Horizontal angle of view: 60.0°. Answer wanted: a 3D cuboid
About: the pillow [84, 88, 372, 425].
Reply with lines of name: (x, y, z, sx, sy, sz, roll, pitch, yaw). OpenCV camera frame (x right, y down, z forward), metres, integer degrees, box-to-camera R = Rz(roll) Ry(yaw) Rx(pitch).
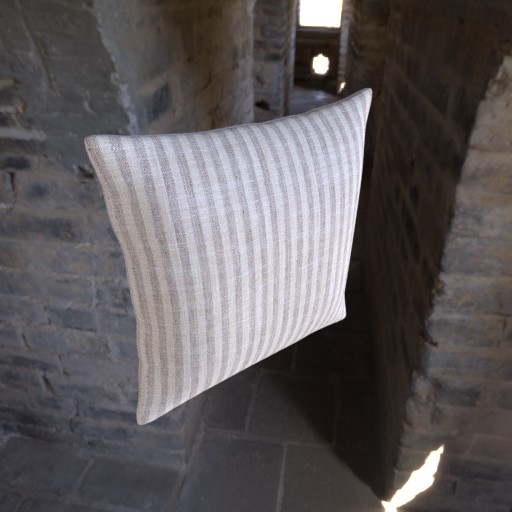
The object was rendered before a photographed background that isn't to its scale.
pillow: (0.000, 0.000, 0.787, 0.523, 0.510, 0.166, -21, 37, -31)
